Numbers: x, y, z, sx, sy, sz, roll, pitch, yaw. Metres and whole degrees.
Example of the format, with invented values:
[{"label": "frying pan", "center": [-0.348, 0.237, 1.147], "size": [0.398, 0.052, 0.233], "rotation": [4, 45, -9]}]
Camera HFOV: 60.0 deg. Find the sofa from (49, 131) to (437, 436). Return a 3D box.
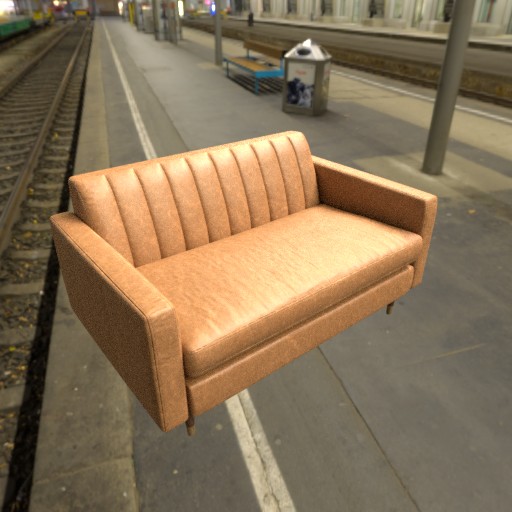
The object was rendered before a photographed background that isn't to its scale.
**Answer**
[{"label": "sofa", "center": [0.000, 0.000, 2.100], "size": [1.549, 0.820, 0.960], "rotation": [-21, 36, -33]}]
